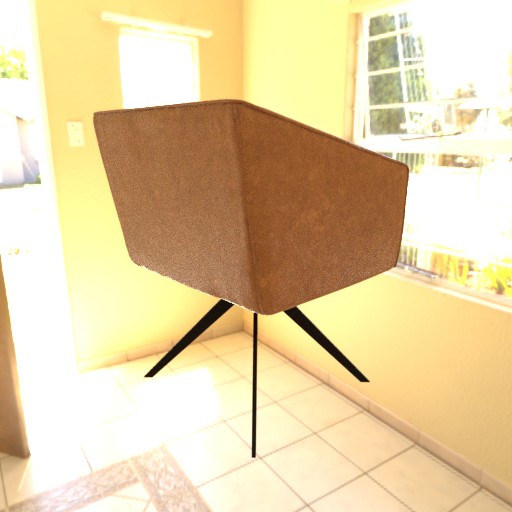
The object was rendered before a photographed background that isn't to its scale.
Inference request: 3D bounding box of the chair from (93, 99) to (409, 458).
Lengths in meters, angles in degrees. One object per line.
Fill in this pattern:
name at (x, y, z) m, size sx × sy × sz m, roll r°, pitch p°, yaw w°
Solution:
chair at (0.000, 0.000, 1.230) m, size 0.625 × 0.760 × 0.588 m, roll -14°, pitch 20°, yaw -42°
